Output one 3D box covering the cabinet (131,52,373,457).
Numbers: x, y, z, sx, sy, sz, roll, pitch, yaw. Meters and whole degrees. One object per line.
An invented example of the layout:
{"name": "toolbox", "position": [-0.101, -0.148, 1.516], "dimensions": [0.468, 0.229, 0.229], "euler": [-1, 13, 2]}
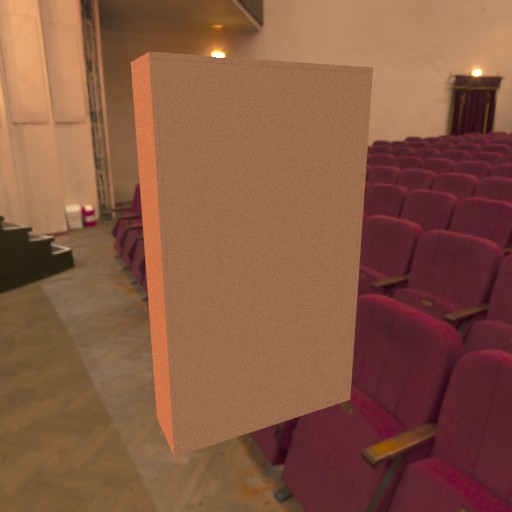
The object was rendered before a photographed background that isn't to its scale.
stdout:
{"name": "cabinet", "position": [0.000, 0.000, 1.608], "dimensions": [0.750, 1.280, 0.250], "euler": [-8, 18, -25]}
